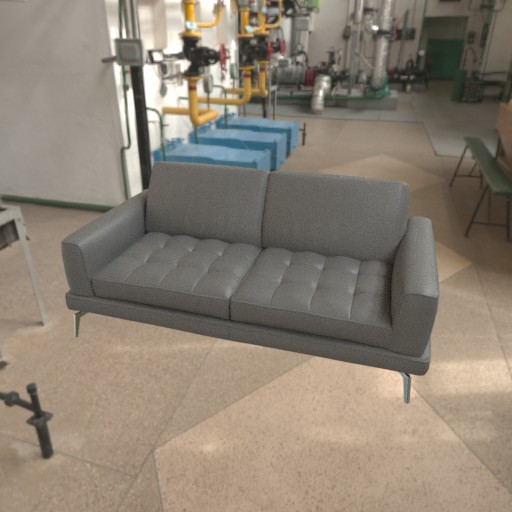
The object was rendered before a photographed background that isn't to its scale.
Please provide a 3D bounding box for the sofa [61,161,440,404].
[{"bbox_3d":[0.000,0.000,2.828,2.177,0.930,1.121,8,28,15],"label":"sofa"}]
